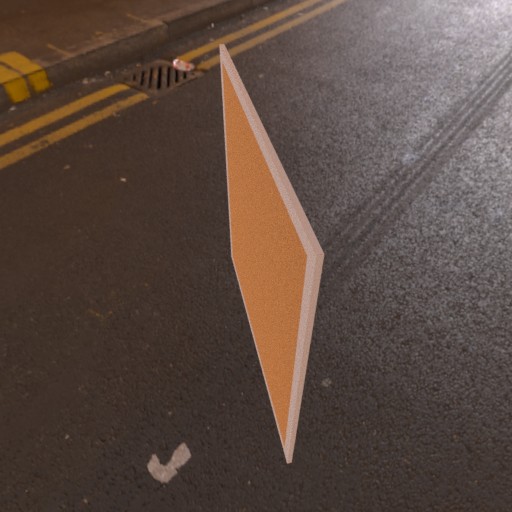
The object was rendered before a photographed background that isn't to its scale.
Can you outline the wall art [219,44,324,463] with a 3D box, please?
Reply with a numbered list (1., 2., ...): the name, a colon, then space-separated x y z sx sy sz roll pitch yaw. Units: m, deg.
1. wall art: 0.000 0.000 1.200 0.013 0.813 0.812 -9 46 -9
